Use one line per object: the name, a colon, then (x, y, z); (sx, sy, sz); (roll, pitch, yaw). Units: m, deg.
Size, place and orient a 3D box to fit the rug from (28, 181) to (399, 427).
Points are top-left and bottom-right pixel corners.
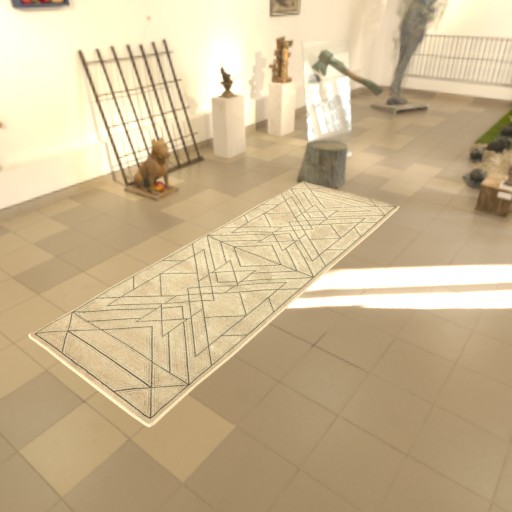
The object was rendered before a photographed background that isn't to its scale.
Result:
rug: (0.000, 0.000, 2.623); (0.831, 0.036, 2.381); (21, 37, 31)
